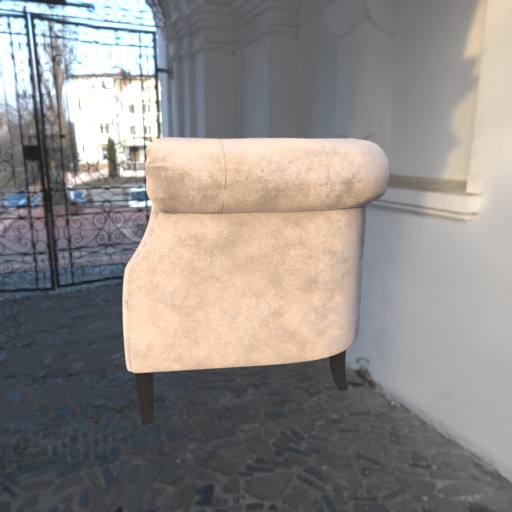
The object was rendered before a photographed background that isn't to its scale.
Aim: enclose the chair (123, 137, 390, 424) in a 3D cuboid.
[{"bbox_3d":[0.000,0.000,1.610,0.851,0.826,0.904,-2,14,-7],"label":"chair"}]
